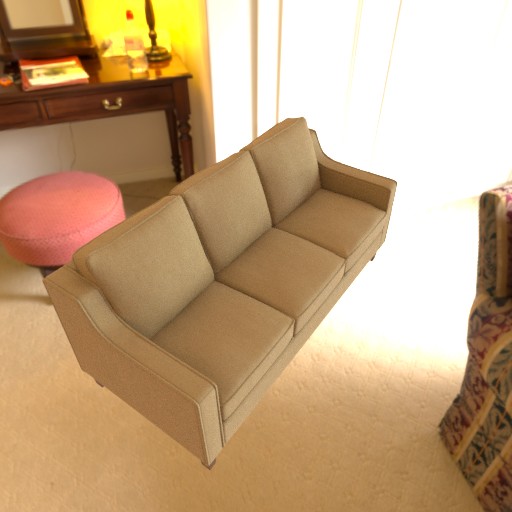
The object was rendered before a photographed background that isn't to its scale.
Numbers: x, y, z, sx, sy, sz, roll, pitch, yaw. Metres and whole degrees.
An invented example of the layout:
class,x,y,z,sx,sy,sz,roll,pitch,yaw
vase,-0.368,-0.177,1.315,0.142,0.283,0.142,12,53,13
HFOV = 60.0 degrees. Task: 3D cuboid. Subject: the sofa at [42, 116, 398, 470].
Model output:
class,x,y,z,sx,sy,sz,roll,pitch,yaw
sofa,0.000,0.000,2.573,0.911,0.974,1.986,25,46,26
